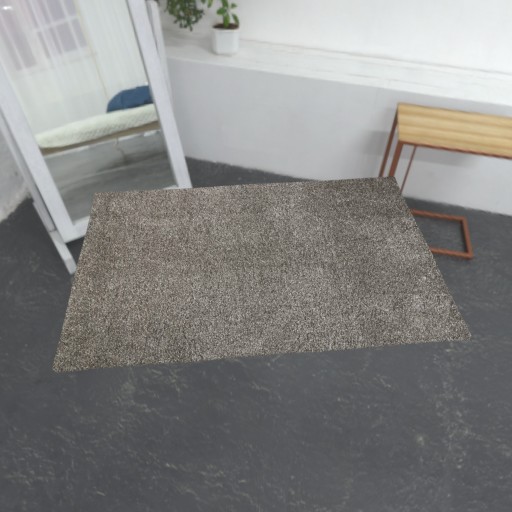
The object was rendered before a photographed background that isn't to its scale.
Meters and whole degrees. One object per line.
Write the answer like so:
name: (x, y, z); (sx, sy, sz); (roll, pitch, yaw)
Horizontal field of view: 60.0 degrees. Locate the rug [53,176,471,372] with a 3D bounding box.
rug: (0.000, 0.000, 2.968); (2.352, 0.025, 1.501); (-4, 48, -3)
